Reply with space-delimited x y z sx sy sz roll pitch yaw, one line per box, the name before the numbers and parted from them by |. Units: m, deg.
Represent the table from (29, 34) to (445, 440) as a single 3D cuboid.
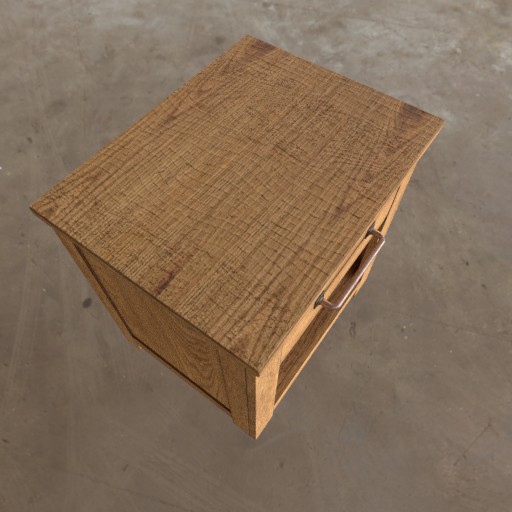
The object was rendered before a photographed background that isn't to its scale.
table | 0.000 0.000 1.044 0.494 0.625 0.601 32 63 18
